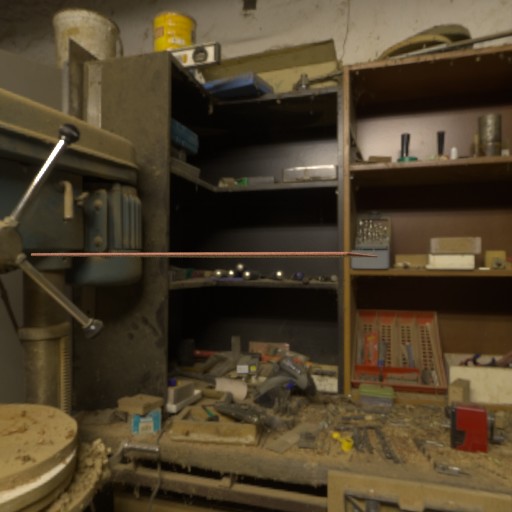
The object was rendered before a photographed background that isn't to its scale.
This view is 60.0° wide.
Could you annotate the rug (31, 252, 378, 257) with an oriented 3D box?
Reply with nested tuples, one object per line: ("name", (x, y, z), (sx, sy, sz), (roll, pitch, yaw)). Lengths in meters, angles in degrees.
("rug", (0.000, 0.000, 3.083), (1.524, 0.014, 2.438), (0, 0, 18))
